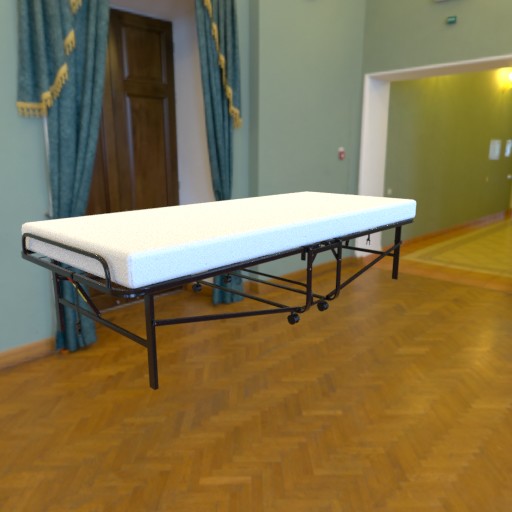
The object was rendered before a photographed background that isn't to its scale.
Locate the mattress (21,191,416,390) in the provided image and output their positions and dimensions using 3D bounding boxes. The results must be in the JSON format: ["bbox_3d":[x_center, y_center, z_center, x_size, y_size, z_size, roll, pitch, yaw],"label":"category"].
[{"bbox_3d":[0.000,0.000,2.443,0.922,0.519,2.153,12,18,42],"label":"mattress"}]
